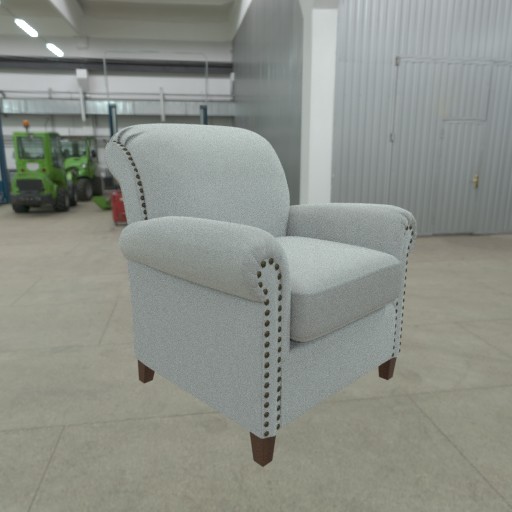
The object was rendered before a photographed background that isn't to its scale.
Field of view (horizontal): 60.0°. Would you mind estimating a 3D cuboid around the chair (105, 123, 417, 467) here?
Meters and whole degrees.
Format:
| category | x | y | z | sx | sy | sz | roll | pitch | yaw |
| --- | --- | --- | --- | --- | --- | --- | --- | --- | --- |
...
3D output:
| category | x | y | z | sx | sy | sz | roll | pitch | yaw |
| --- | --- | --- | --- | --- | --- | --- | --- | --- | --- |
| chair | 0.000 | 0.000 | 1.587 | 0.854 | 0.927 | 0.890 | -13 | 18 | -43 |
